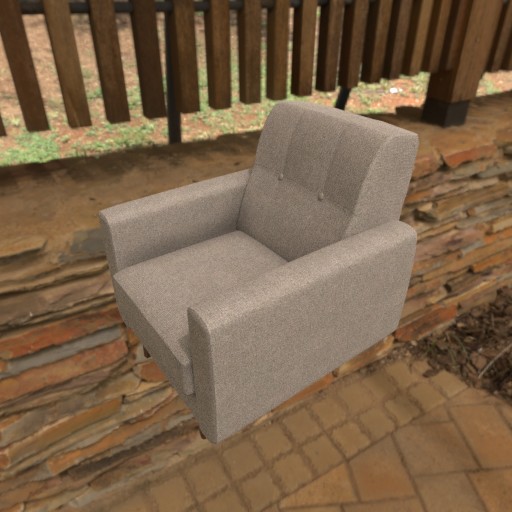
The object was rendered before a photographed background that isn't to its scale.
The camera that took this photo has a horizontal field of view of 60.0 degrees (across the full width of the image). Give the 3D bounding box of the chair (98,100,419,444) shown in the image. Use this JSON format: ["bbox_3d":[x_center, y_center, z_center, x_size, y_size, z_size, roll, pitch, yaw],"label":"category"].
[{"bbox_3d":[0.000,0.000,1.692,0.942,0.968,0.845,-21,38,-30],"label":"chair"}]
